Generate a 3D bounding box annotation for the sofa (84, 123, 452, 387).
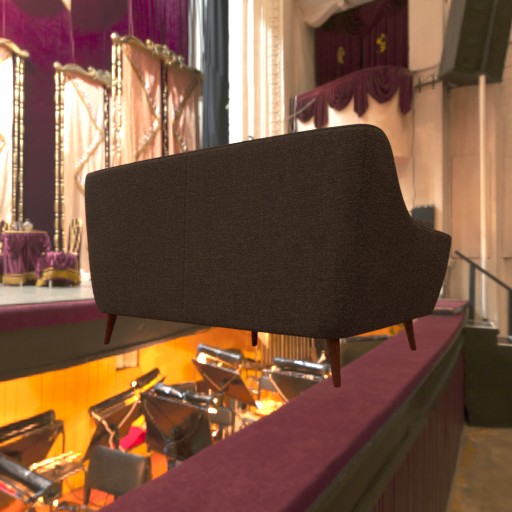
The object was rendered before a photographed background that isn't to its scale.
[{"bbox_3d":[0.000,0.000,2.195,1.646,0.887,0.976,0,0,35],"label":"sofa"}]
